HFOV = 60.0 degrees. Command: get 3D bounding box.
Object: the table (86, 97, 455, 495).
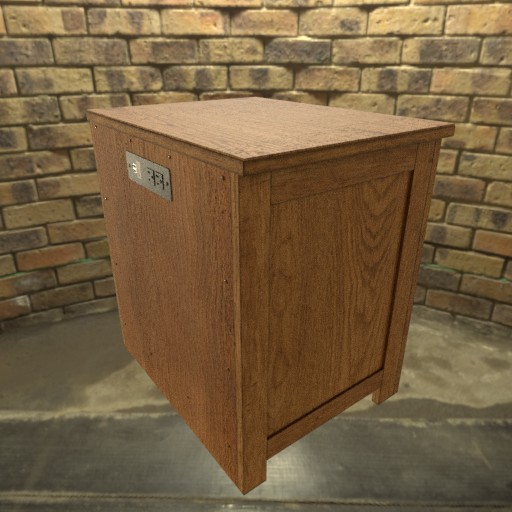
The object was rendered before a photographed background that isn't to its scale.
[{"bbox_3d":[0.000,0.000,1.025,0.494,0.625,0.601,-18,30,-33],"label":"table"}]
